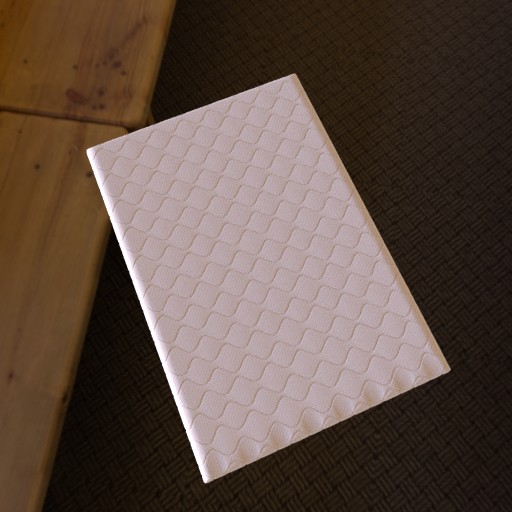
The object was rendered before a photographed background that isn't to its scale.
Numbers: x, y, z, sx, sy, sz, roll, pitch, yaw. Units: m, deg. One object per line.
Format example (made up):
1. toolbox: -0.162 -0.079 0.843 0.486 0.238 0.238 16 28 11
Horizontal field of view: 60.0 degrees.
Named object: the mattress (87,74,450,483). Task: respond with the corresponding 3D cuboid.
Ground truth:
1. mattress: 0.000 0.000 2.574 1.400 0.200 2.000 -22 76 -6
